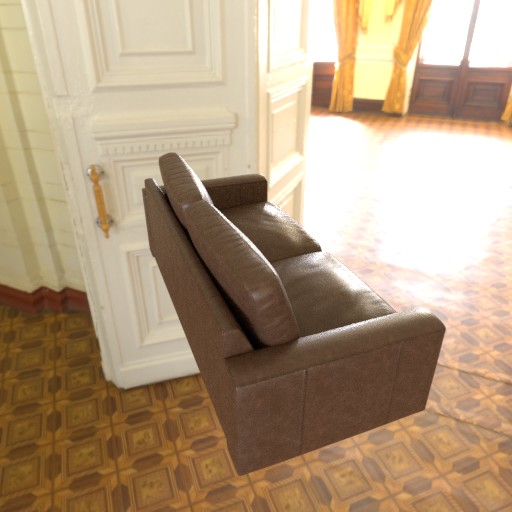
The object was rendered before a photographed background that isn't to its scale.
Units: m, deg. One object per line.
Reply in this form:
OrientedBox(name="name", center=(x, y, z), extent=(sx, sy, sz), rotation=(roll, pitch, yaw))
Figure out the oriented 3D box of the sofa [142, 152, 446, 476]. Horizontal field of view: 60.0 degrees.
OrientedBox(name="sofa", center=(0.000, 0.000, 2.708), extent=(1.016, 0.873, 2.179), rotation=(-11, 31, -19))
